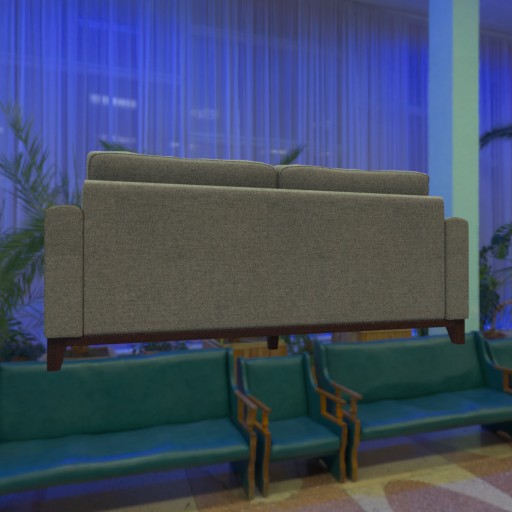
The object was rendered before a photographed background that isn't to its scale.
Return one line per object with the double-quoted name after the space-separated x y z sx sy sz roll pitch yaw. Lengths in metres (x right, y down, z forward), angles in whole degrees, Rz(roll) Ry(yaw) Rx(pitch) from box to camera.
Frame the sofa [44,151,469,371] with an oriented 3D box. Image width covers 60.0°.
0.000 0.000 2.416 1.978 0.892 0.969 0 0 -16 "sofa"
